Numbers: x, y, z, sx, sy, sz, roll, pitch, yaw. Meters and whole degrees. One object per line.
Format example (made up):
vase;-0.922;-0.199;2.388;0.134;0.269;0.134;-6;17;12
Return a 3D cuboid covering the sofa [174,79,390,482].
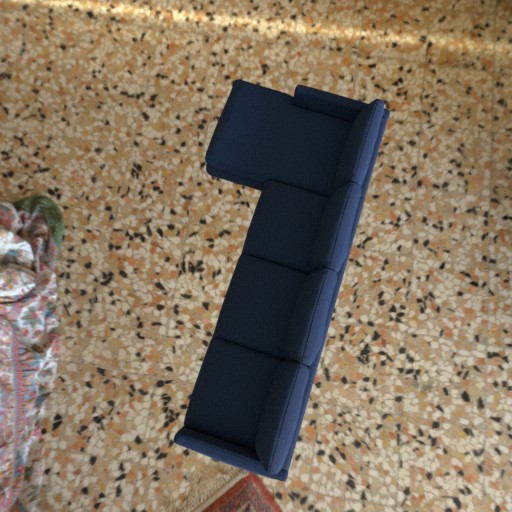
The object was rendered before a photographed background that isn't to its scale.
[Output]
sofa;0.000;0.000;2.889;1.128;0.679;2.450;17;76;4
